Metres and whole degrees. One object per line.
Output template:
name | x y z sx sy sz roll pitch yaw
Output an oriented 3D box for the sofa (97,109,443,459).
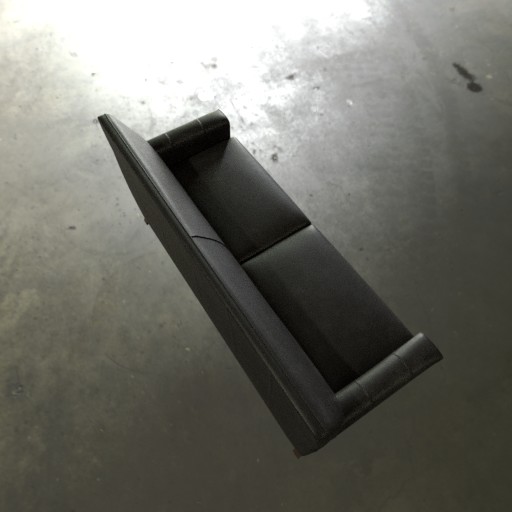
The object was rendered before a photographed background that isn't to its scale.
sofa | 0.000 0.000 2.523 0.805 0.947 2.053 -29 62 -17
